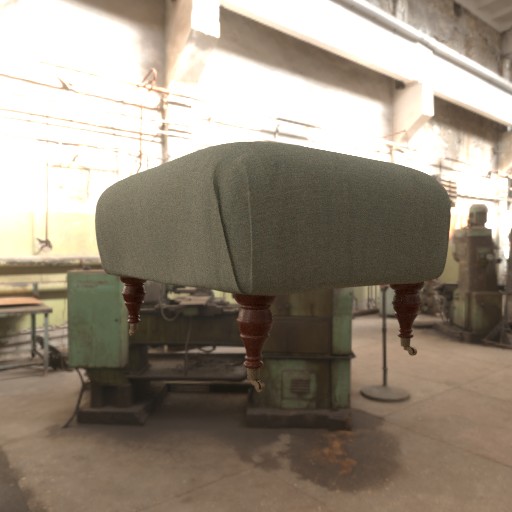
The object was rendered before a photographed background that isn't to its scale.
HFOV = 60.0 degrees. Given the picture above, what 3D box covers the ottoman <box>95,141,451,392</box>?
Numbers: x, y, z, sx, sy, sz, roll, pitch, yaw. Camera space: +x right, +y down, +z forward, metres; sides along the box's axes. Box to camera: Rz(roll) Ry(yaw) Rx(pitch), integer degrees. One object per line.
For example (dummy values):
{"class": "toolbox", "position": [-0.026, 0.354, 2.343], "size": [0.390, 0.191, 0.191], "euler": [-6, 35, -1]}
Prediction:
{"class": "ottoman", "position": [0.000, 0.000, 1.113], "size": [0.622, 0.450, 0.747], "euler": [-1, 1, -36]}
